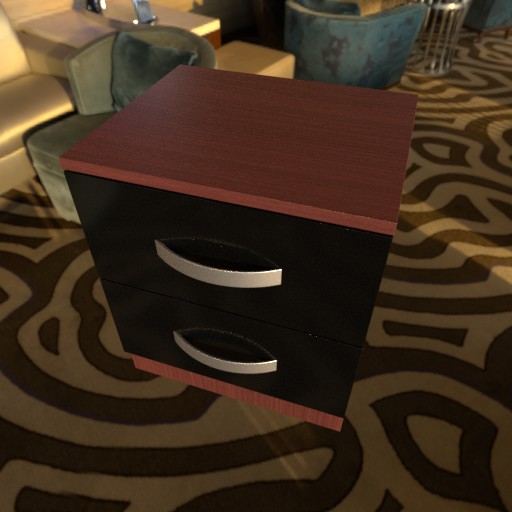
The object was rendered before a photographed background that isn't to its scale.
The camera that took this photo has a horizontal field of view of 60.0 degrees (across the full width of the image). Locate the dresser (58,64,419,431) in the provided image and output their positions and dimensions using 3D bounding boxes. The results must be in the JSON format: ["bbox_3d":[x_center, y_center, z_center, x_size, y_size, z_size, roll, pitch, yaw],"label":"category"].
[{"bbox_3d":[0.000,0.000,0.753,0.400,0.470,0.360,13,44,14],"label":"dresser"}]
